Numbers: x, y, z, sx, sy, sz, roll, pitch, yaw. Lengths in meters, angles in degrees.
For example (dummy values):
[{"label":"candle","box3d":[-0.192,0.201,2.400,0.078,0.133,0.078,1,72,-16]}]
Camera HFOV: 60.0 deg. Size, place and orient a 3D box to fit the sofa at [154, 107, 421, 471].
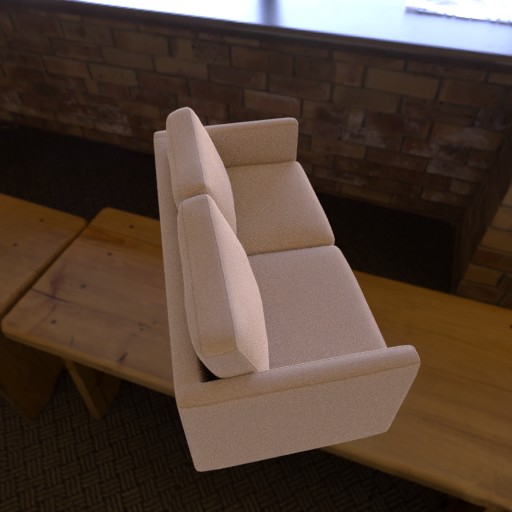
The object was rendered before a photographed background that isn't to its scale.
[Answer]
[{"label":"sofa","box3d":[0.000,0.000,2.207,0.873,0.888,1.722,-8,47,-8]}]
